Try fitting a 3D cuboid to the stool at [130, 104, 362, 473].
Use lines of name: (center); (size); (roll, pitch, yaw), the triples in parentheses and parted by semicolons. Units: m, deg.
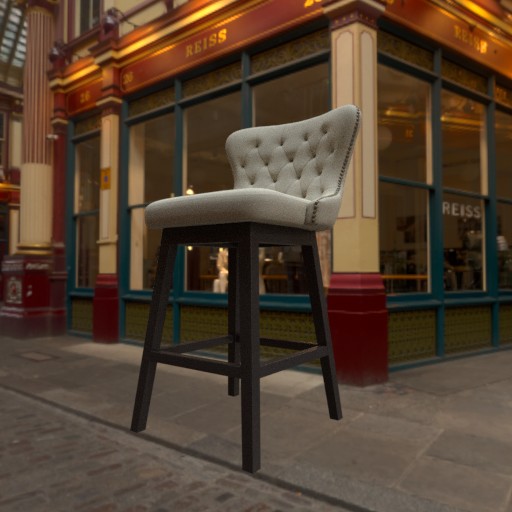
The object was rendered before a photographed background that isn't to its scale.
stool: (0.000, 0.000, 1.346); (0.528, 0.971, 0.593); (-1, -2, 37)
